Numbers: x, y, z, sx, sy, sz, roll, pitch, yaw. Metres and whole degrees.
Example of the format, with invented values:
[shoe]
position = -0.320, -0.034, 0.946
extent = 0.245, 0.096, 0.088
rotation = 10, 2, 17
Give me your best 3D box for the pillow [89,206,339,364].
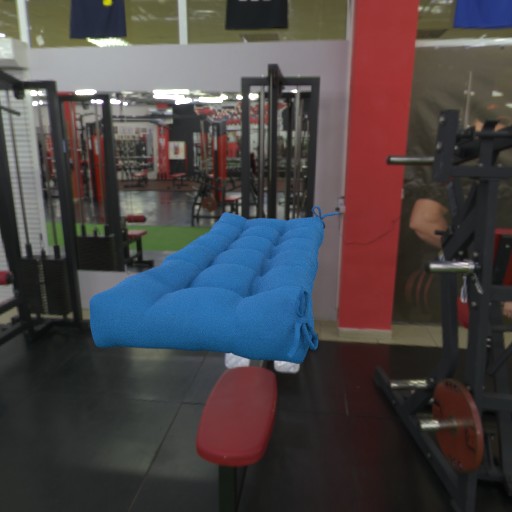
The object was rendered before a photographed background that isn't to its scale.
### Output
[pillow]
position = 0.000, 0.000, 1.366
extent = 0.511, 0.174, 1.194
rotation = 2, 15, 9
